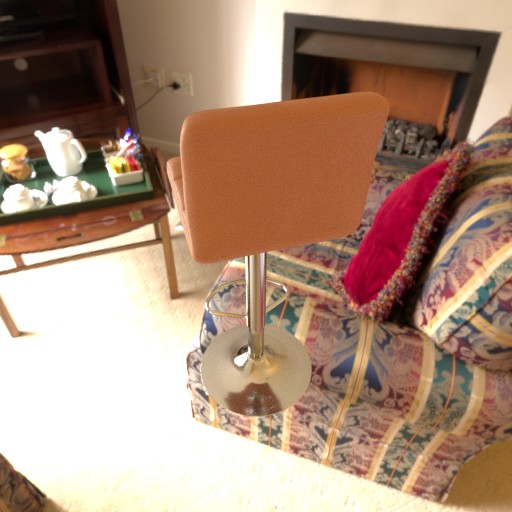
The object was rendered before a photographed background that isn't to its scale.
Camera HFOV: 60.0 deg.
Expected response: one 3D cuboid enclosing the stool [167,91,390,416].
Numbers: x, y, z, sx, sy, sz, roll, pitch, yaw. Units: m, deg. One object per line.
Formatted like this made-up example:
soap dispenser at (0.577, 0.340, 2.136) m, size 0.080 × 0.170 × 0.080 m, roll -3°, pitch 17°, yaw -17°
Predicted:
stool at (0.000, 0.000, 1.347) m, size 0.430 × 1.115 × 0.505 m, roll -11°, pitch 42°, yaw -13°
